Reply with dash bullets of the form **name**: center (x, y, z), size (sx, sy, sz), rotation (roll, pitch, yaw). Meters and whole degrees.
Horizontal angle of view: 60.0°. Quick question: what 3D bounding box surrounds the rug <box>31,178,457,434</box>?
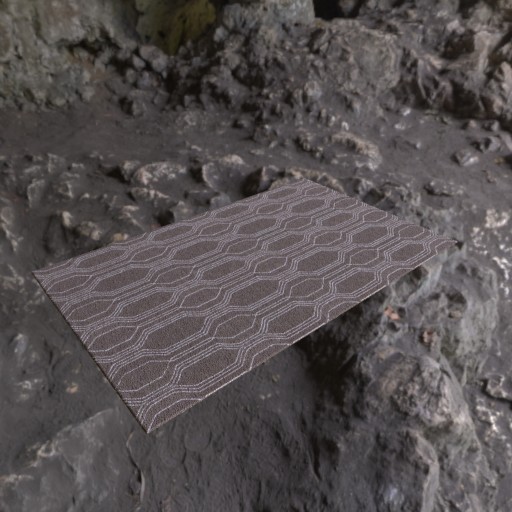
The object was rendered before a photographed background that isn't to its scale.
- **rug**: center (0.000, 0.000, 2.992), size (2.457, 0.012, 1.541), rotation (-24, 39, -33)
